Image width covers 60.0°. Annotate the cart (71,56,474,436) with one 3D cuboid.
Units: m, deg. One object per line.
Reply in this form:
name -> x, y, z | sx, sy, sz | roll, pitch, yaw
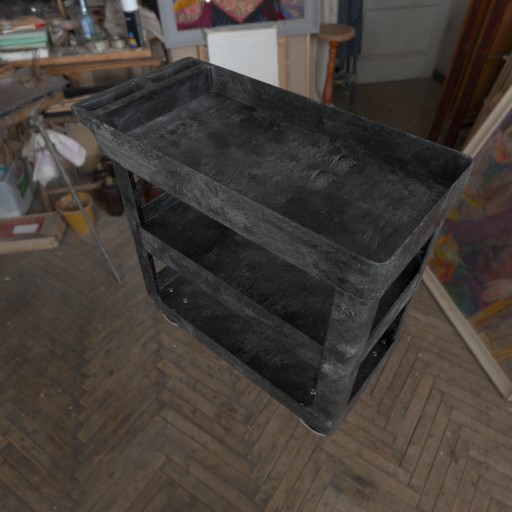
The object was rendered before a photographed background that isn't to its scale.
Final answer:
cart -> 0.000, 0.000, 1.309 | 0.877, 0.824, 0.420 | 31, 53, 27
